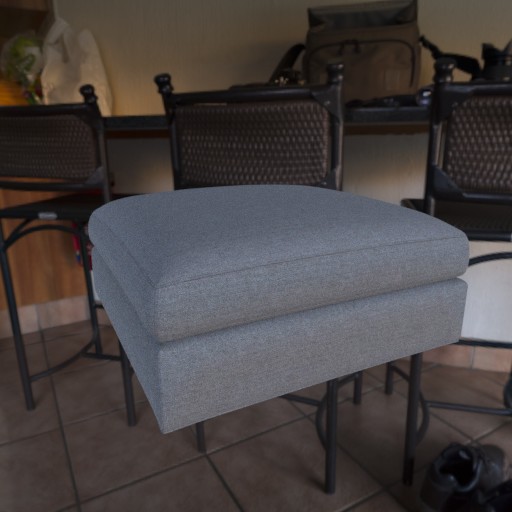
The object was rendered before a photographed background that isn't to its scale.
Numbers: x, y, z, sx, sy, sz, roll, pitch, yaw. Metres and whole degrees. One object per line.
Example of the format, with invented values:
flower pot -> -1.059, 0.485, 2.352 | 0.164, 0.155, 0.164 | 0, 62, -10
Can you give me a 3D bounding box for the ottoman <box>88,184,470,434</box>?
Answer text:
ottoman -> 0.000, 0.000, 1.623 | 1.041, 0.470, 1.041 | -8, 18, -26
